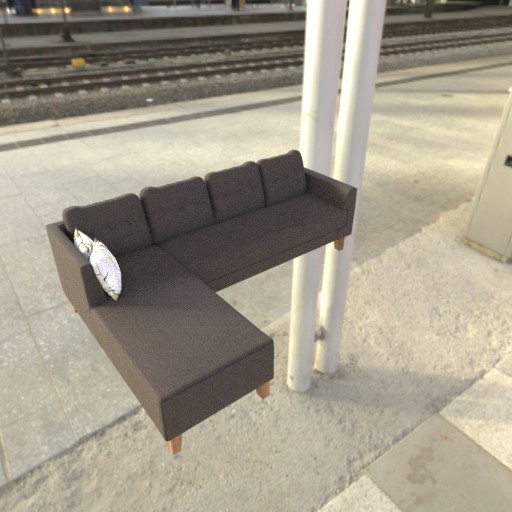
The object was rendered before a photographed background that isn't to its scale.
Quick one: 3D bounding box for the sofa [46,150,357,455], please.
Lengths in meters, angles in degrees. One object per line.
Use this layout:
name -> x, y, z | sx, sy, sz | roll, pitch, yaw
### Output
sofa -> 0.000, 0.000, 3.616 | 2.679, 0.932, 1.829 | -22, 37, -32
